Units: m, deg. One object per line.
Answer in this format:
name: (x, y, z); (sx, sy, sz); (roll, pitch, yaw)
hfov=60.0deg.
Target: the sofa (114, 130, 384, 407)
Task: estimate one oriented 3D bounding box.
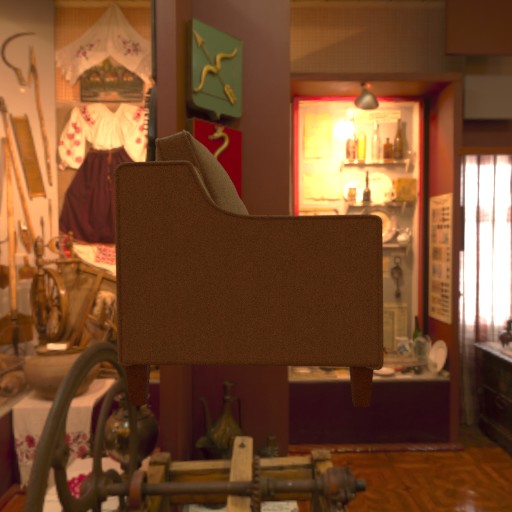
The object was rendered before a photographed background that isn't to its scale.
sofa: (0.000, 0.000, 2.462); (0.911, 0.974, 1.986); (0, 2, 1)
